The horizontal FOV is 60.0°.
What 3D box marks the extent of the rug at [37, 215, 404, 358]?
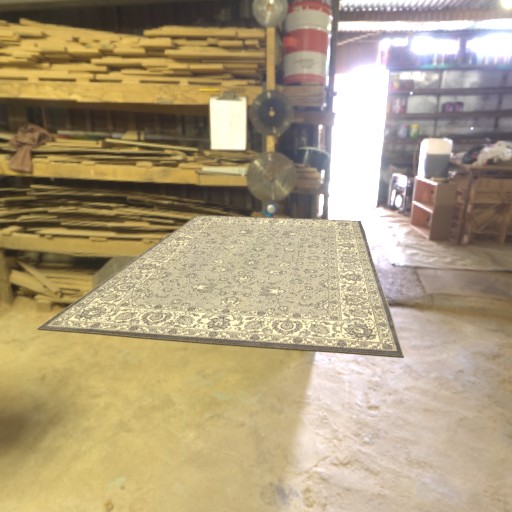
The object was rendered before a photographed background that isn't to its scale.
[{"bbox_3d":[0.000,0.000,2.926,1.524,0.011,2.438,3,17,9],"label":"rug"}]
